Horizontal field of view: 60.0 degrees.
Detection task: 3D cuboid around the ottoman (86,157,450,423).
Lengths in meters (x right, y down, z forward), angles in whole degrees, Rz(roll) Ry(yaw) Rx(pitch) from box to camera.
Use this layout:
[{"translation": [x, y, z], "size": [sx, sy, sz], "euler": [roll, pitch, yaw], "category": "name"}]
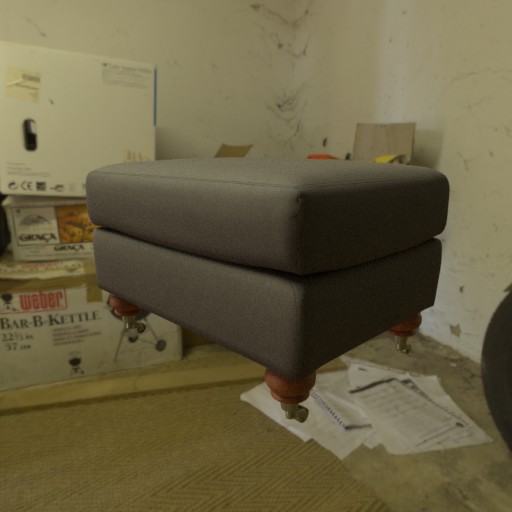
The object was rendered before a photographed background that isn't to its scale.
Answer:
[{"translation": [0.000, 0.000, 1.146], "size": [0.574, 0.497, 0.773], "euler": [-13, 18, -43], "category": "ottoman"}]
